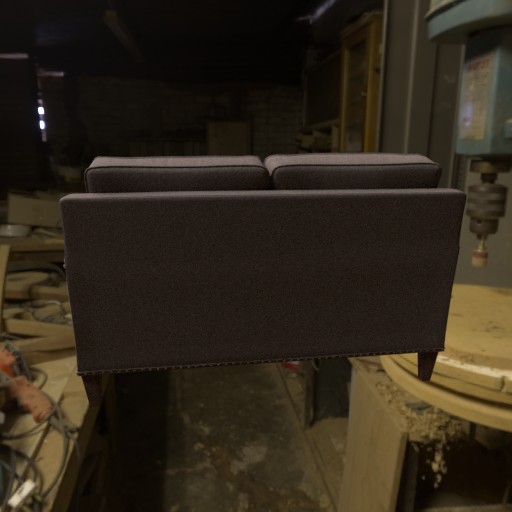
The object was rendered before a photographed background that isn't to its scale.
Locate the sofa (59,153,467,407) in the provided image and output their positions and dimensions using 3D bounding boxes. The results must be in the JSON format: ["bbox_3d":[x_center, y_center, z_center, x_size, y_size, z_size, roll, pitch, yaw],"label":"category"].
[{"bbox_3d":[0.000,0.000,2.195,1.597,1.003,1.084,-2,14,-8],"label":"sofa"}]
